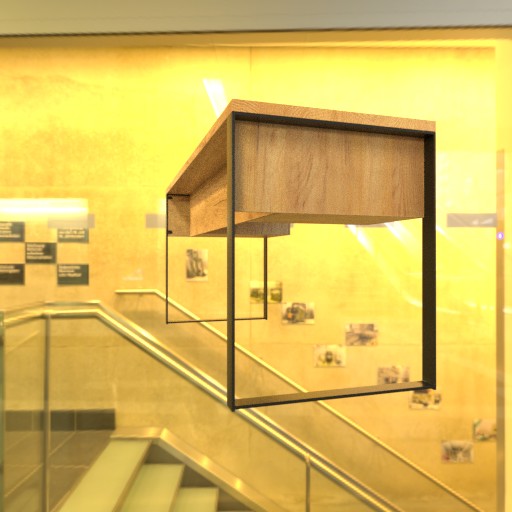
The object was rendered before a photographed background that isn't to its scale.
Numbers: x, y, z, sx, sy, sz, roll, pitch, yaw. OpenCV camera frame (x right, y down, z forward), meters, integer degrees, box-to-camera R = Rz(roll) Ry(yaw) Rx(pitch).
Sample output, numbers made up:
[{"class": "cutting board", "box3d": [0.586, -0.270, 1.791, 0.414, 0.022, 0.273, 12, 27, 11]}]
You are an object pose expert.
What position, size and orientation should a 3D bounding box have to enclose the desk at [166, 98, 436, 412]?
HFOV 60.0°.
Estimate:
[{"class": "desk", "box3d": [0.000, 0.000, 1.888, 0.600, 0.760, 1.520, 0, 0, -17]}]
